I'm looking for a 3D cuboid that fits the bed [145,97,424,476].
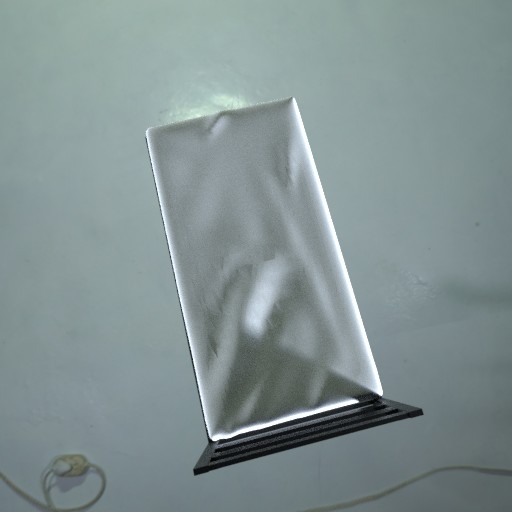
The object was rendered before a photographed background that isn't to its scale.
[{"bbox_3d":[0.000,0.000,2.530,0.991,0.967,1.930,-13,77,-3],"label":"bed"}]
